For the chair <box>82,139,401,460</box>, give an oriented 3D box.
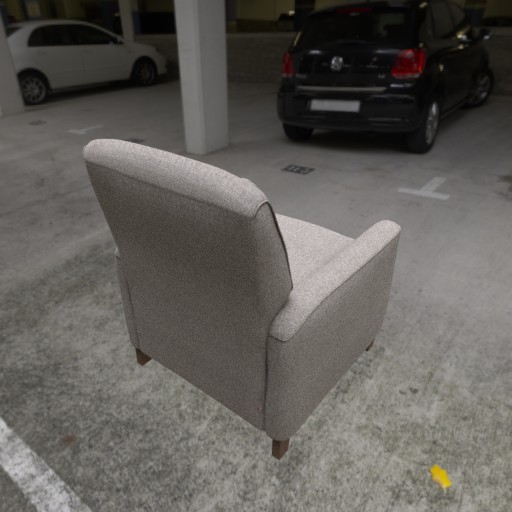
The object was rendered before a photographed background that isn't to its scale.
[{"bbox_3d":[0.000,0.000,1.669,0.848,1.014,0.864,22,37,32],"label":"chair"}]
